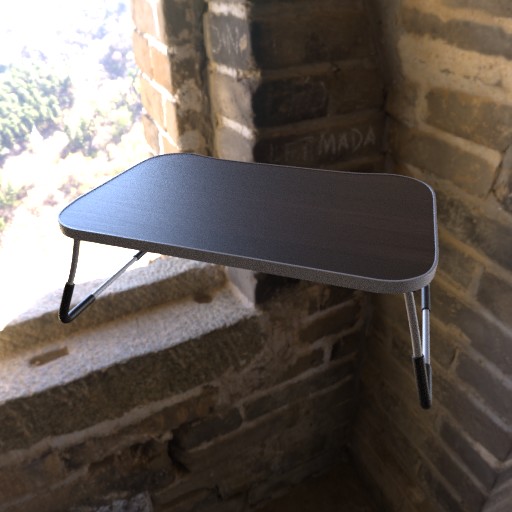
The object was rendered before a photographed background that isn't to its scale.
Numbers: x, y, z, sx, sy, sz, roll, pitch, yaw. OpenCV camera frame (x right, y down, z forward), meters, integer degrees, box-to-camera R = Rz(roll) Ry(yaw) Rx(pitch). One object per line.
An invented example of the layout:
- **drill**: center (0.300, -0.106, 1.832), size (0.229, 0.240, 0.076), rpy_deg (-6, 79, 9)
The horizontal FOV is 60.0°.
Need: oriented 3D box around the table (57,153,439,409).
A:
- **table**: center (0.000, 0.000, 0.829), size (0.660, 0.232, 0.400), rpy_deg (9, 32, 16)
